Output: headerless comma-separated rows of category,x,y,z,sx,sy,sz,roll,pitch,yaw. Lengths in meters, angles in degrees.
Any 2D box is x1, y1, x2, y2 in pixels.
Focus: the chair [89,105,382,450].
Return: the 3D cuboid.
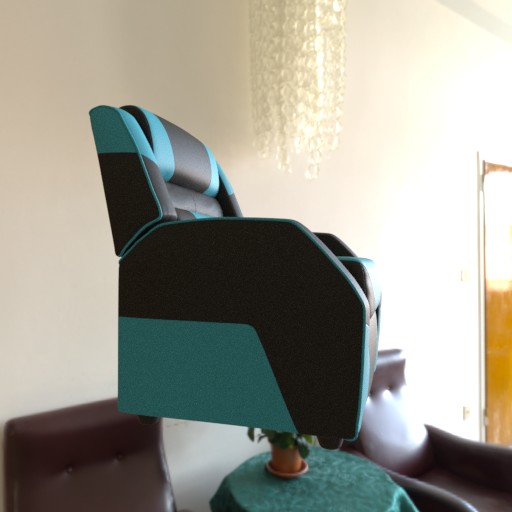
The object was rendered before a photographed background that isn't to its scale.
chair,0.000,0.000,1.263,0.672,0.805,0.620,0,-1,18
